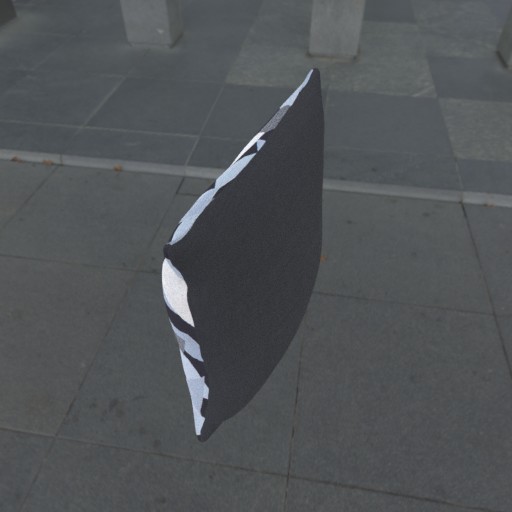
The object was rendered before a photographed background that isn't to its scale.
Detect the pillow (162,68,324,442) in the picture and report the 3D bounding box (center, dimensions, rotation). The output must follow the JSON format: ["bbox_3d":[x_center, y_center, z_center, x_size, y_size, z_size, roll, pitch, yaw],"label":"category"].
[{"bbox_3d":[0.000,0.000,0.788,0.208,0.496,0.503,18,47,17],"label":"pillow"}]
